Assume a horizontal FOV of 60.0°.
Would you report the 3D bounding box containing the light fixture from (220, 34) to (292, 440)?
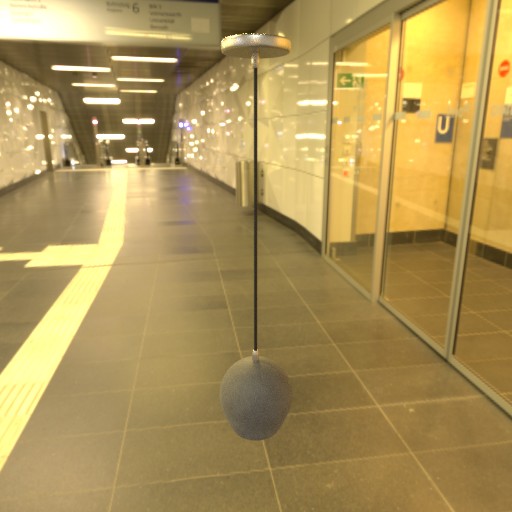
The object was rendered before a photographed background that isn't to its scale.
[{"bbox_3d":[0.000,0.000,0.857,0.153,0.760,0.153,-8,17,-27],"label":"light fixture"}]
